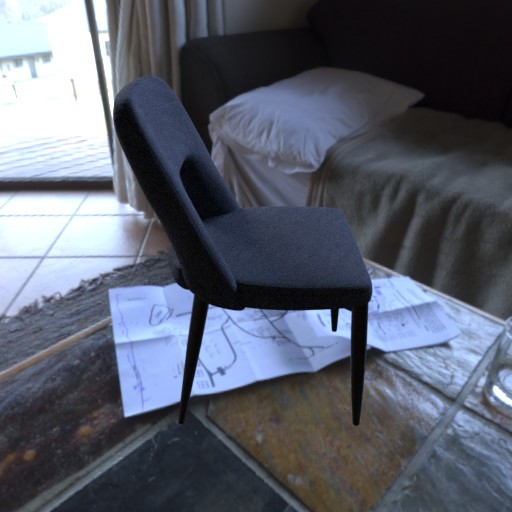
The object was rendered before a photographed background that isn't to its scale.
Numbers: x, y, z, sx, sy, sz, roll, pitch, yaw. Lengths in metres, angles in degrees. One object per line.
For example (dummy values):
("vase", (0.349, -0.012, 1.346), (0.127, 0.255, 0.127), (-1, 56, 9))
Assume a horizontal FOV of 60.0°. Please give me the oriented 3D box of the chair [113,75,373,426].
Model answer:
("chair", (0.000, 0.000, 1.253), (0.612, 0.931, 0.470), (0, 31, 0))
